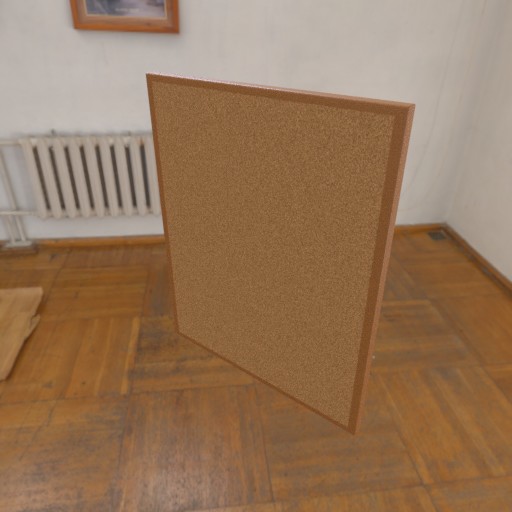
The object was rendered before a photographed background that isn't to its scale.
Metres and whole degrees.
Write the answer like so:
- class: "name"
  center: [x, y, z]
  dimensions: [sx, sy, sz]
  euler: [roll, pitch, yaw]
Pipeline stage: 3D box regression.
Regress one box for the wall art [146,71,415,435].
- class: "wall art"
  center: [0.000, 0.000, 0.761]
  dimensions: [0.452, 0.553, 0.022]
  euler: [21, 36, 32]
